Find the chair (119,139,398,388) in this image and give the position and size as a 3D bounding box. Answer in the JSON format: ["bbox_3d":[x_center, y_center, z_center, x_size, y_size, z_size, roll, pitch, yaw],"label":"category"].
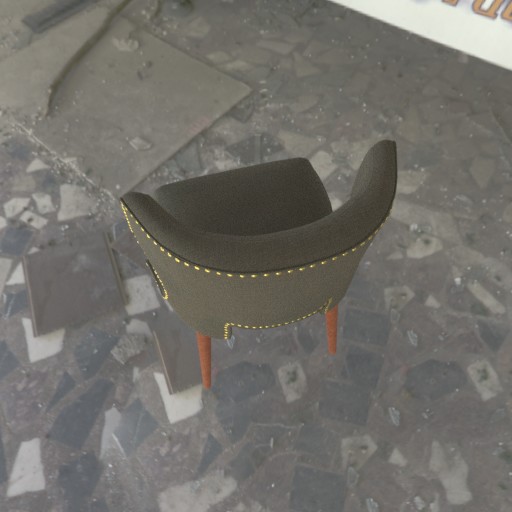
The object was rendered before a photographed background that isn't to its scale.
[{"bbox_3d":[0.000,0.000,1.240,0.595,0.863,0.581,-13,60,-8],"label":"chair"}]
